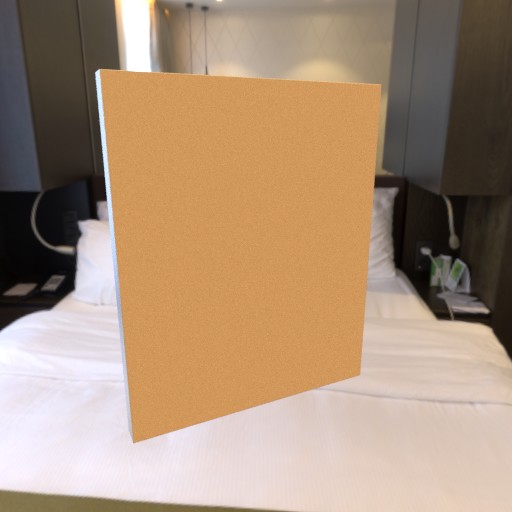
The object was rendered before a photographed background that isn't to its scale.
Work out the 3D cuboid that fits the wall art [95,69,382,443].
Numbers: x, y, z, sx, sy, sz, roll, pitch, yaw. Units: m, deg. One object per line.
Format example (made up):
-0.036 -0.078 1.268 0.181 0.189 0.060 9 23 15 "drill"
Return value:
0.000 0.000 0.738 0.452 0.549 0.038 -8 18 -25 "wall art"
